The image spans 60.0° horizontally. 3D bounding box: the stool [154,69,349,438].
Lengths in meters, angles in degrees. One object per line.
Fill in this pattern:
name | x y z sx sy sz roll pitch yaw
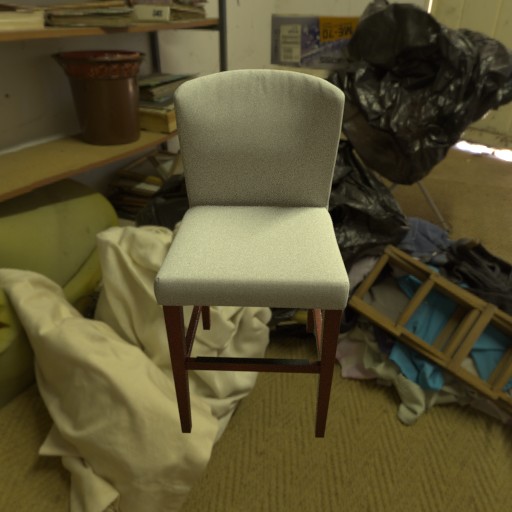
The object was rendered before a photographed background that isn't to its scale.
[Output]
stool | 0.000 0.000 1.326 0.479 0.968 0.568 1 30 2
